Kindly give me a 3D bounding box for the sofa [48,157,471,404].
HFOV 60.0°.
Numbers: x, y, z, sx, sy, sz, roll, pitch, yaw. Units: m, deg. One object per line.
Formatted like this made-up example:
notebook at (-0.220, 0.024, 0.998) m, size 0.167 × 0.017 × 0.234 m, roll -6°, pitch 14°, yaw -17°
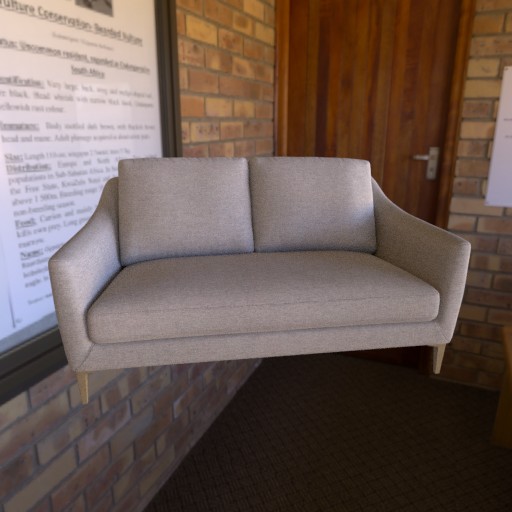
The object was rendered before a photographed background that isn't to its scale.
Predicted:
sofa at (0.000, 0.000, 2.134) m, size 1.619 × 0.904 × 0.960 m, roll -2°, pitch 17°, yaw -8°
